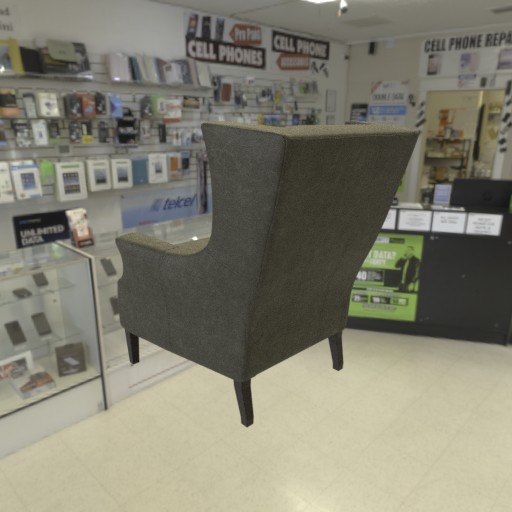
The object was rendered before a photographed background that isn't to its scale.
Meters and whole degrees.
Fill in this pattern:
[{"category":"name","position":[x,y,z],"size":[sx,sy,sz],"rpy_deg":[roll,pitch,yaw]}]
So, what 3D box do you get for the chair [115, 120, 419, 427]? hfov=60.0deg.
[{"category":"chair","position":[0.000,0.000,1.741],"size":[0.853,1.016,0.926],"rpy_deg":[-16,23,-41]}]
